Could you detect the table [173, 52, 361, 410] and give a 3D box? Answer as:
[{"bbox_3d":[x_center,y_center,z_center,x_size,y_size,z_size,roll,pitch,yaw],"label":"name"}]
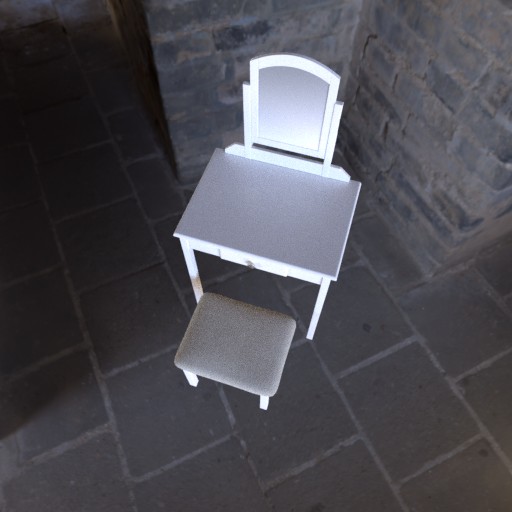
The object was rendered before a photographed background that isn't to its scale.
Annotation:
[{"bbox_3d":[0.000,0.000,2.368,0.876,1.631,1.211,15,61,9],"label":"table"}]
